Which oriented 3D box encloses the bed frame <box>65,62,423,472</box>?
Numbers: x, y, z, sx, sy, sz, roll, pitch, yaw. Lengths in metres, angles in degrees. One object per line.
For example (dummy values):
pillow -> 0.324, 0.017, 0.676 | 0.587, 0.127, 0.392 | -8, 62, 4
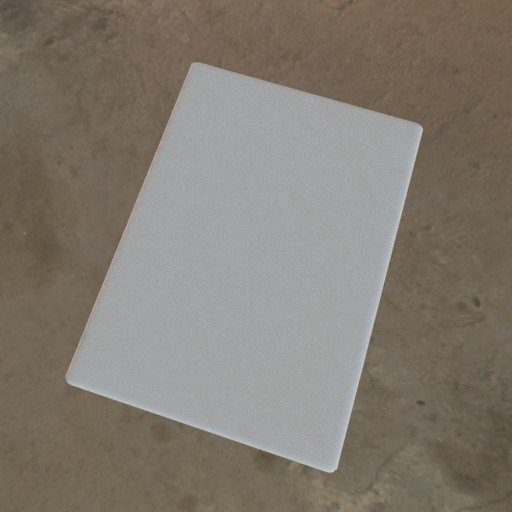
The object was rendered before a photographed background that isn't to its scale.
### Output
bed frame -> 0.000, 0.000, 2.566 | 1.400, 0.561, 1.900 | 17, 77, 4
